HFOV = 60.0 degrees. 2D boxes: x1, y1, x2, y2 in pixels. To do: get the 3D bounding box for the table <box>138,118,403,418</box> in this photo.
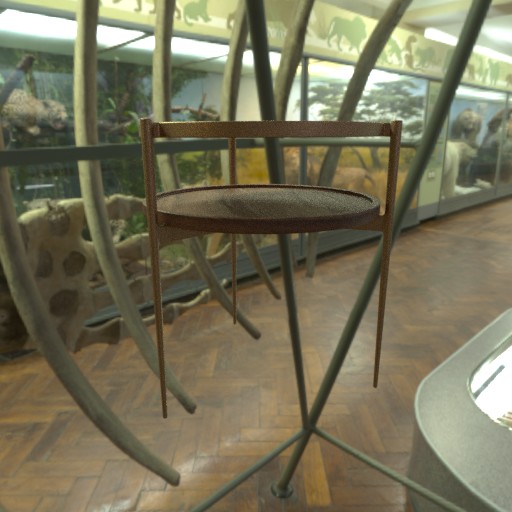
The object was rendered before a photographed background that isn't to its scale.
[{"bbox_3d":[0.000,0.000,0.846,0.456,0.493,0.430,-15,21,-42],"label":"table"}]
